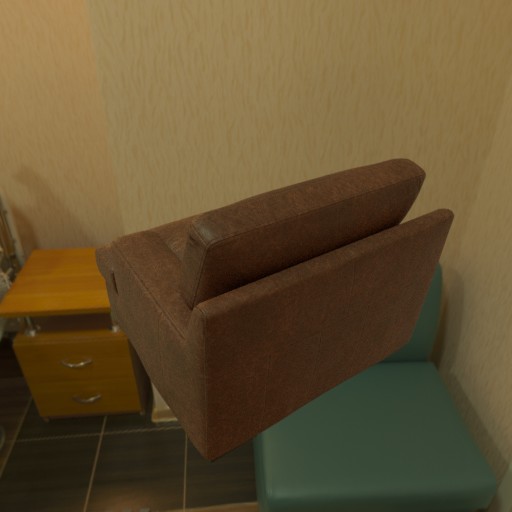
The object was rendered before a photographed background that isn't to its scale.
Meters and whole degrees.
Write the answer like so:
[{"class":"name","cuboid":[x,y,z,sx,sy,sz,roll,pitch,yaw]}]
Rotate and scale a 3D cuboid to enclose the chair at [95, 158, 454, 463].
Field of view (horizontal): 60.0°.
[{"class":"chair","cuboid":[0.000,0.000,1.982,1.168,0.939,1.143,-20,37,-29]}]
